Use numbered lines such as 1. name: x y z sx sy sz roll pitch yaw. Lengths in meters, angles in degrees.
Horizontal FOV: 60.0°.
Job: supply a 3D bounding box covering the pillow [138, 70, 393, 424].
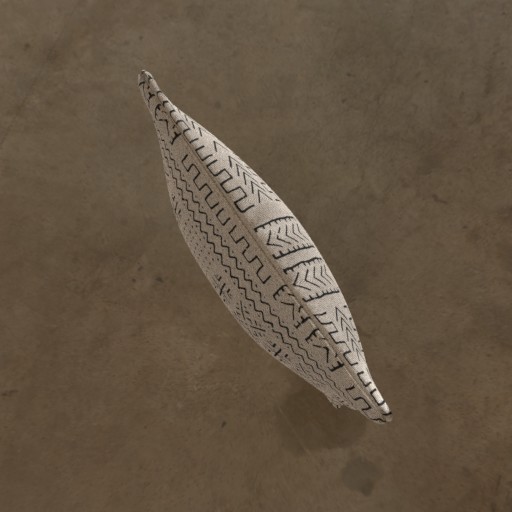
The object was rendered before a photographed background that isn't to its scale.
1. pillow: 0.000 0.000 0.795 0.188 0.352 0.637 -33 78 -8
